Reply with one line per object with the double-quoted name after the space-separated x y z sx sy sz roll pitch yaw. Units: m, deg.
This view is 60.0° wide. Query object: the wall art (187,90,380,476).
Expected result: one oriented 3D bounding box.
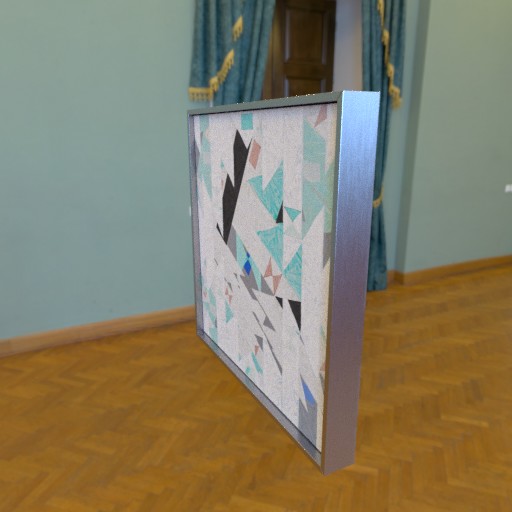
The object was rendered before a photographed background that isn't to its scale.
0.000 0.000 0.537 0.038 0.350 0.350 -8 18 -27 "wall art"
